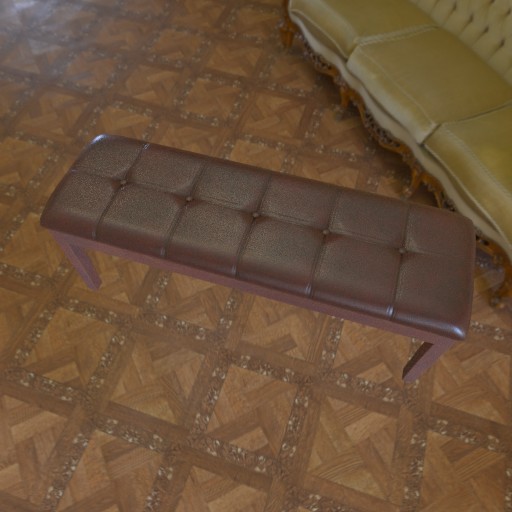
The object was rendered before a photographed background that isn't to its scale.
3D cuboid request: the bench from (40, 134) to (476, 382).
[{"bbox_3d":[0.000,0.000,1.488,1.259,0.491,0.401,15,59,9],"label":"bench"}]
